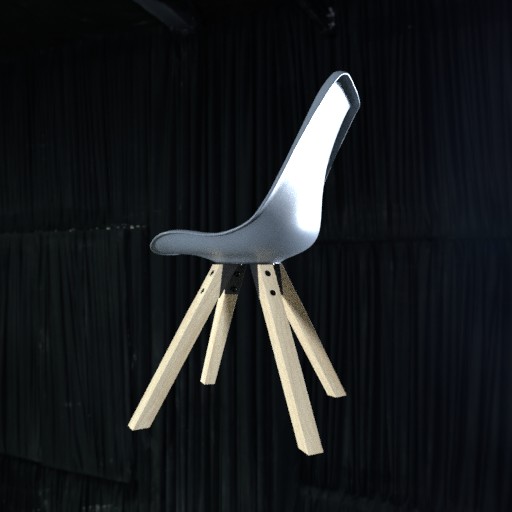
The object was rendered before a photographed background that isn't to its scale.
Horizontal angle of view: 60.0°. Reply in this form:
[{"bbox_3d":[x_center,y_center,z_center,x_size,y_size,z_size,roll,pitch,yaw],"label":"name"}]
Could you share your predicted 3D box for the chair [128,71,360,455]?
[{"bbox_3d":[0.000,0.000,1.210,0.550,0.850,0.485,0,0,18],"label":"chair"}]
